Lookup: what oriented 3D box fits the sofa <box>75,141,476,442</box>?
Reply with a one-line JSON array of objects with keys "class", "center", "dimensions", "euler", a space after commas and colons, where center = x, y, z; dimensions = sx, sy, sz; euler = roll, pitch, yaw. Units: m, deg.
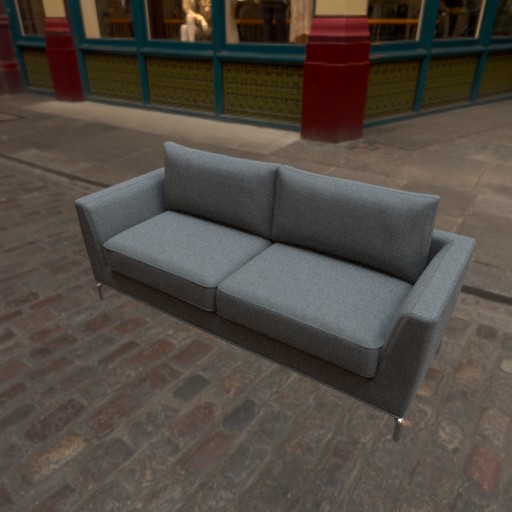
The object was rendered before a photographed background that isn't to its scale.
[{"class": "sofa", "center": [0.000, 0.000, 2.653], "dimensions": [2.212, 1.002, 0.869], "euler": [18, 34, 29]}]
